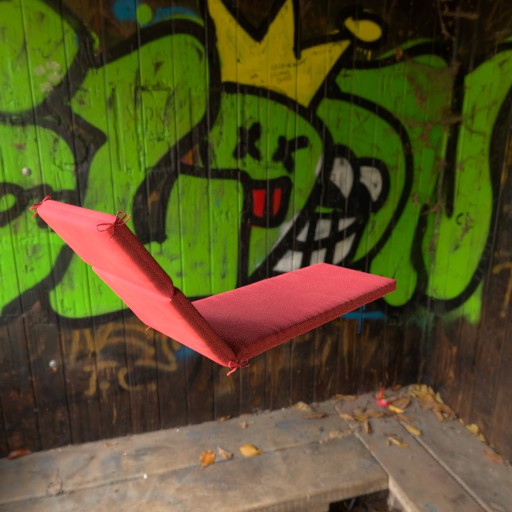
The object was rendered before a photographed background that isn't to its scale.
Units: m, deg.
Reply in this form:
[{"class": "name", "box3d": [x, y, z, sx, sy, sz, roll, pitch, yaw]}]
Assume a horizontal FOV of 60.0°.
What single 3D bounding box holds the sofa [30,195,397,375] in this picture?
[{"class": "sofa", "box3d": [0.000, 0.000, 1.954, 1.663, 0.622, 0.582, -14, 20, -43]}]
